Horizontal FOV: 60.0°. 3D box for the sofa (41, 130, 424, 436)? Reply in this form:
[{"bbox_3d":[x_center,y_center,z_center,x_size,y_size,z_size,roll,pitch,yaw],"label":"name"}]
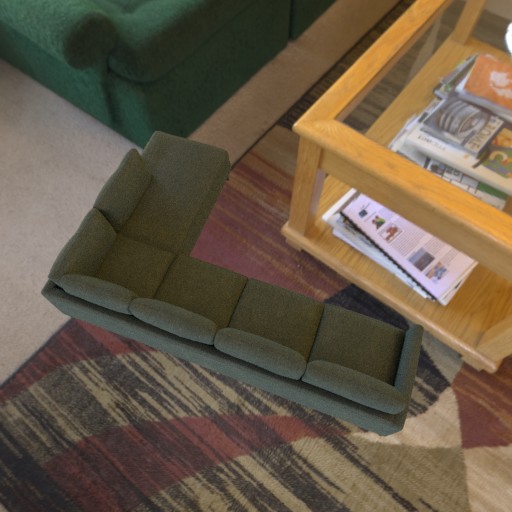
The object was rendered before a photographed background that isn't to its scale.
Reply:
[{"bbox_3d":[0.000,0.000,3.855,2.949,0.815,2.007,18,64,9],"label":"sofa"}]
